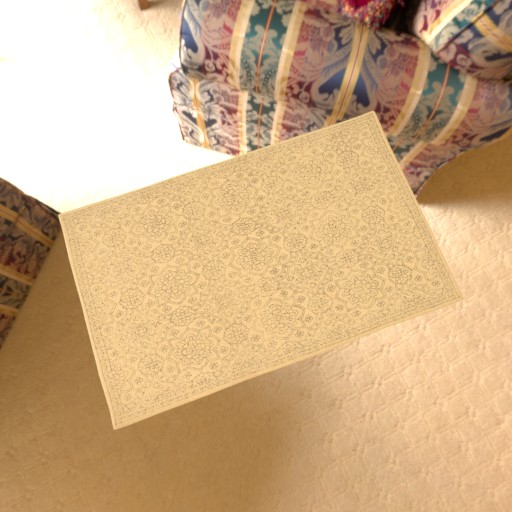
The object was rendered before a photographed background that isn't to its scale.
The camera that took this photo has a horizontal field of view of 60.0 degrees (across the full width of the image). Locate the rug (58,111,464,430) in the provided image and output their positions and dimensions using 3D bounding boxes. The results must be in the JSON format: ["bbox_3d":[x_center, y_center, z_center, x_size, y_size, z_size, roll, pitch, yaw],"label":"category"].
[{"bbox_3d":[0.000,0.000,3.046,2.434,0.023,1.518,-19,76,-5],"label":"rug"}]
